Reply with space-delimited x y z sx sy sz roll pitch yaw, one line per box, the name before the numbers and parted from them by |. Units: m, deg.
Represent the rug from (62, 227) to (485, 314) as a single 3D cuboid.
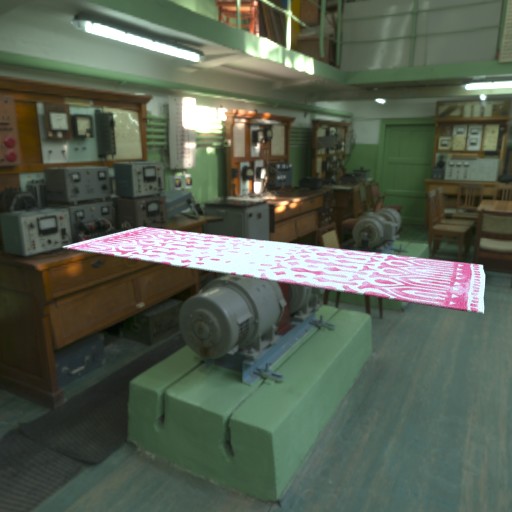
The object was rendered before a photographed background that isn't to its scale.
rug | 0.000 0.000 2.654 2.458 0.011 0.787 7 16 27
